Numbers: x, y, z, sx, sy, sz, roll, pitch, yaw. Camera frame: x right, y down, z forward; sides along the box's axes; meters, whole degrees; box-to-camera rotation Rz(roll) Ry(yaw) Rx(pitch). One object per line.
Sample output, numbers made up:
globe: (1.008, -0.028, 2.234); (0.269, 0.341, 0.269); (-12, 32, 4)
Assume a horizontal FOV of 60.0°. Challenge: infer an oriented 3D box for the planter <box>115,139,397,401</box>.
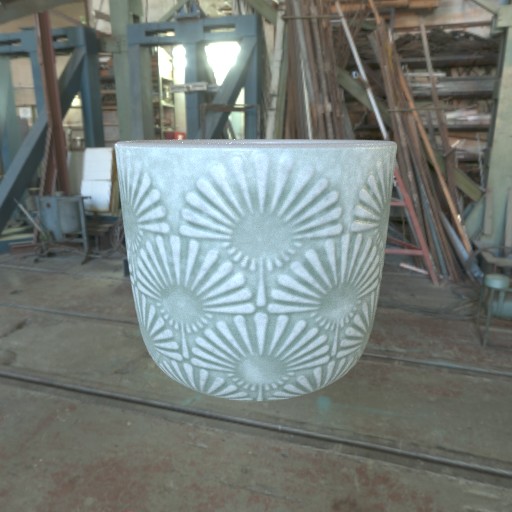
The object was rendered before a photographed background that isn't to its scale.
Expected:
planter: (0.000, 0.000, 0.217); (0.124, 0.109, 0.124); (0, 15, 0)
